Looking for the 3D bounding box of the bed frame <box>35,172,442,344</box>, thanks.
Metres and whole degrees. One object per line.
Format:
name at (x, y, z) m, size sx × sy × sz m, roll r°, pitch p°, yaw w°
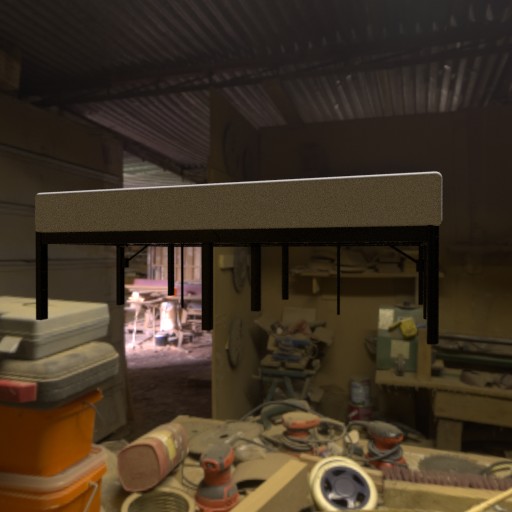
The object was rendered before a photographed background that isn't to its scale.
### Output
bed frame at (0.000, 0.000, 2.644) m, size 1.956 × 0.659 × 1.408 m, roll 0°, pitch 1°, yaw 19°
